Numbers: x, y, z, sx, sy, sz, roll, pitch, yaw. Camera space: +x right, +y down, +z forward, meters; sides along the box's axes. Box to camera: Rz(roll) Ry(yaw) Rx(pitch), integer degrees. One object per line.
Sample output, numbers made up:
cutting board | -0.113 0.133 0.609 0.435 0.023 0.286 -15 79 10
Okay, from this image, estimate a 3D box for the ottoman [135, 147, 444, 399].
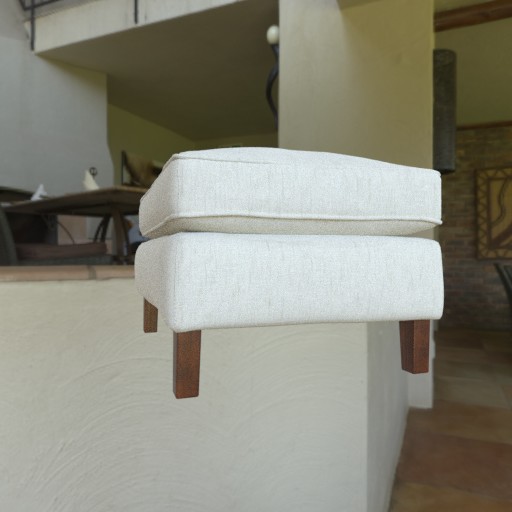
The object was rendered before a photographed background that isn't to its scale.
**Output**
ottoman | 0.000 0.000 0.984 0.501 0.406 0.665 0 0 -19
